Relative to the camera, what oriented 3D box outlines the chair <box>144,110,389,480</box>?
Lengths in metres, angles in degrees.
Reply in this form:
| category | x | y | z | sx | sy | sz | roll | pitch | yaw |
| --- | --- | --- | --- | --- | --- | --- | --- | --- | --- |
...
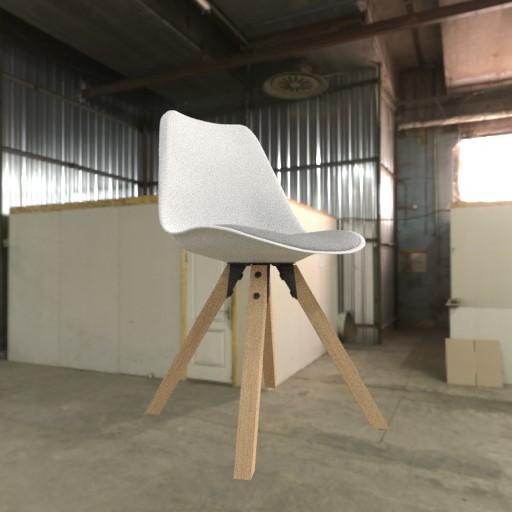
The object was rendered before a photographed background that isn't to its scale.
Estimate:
| category | x | y | z | sx | sy | sz | roll | pitch | yaw |
| --- | --- | --- | --- | --- | --- | --- | --- | --- | --- |
| chair | 0.000 | 0.000 | 1.165 | 0.485 | 0.850 | 0.550 | 0 | 0 | -36 |
